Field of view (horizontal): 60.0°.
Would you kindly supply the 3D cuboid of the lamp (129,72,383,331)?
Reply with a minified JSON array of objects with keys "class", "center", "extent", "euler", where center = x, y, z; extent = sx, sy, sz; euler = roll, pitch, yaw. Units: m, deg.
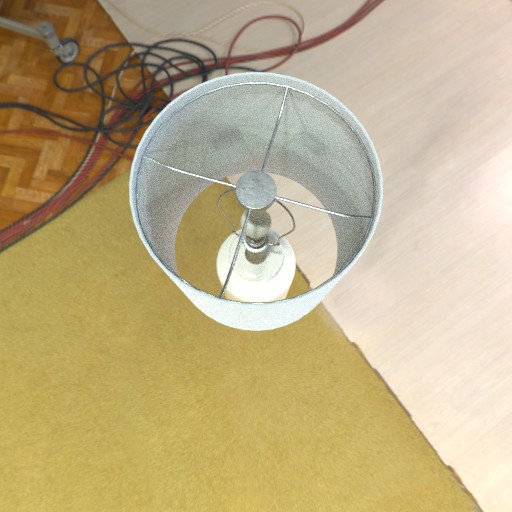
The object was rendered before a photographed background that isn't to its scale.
[{"class":"lamp","center":[0.000,0.000,0.608],"extent":[0.212,0.493,0.212],"euler":[16,76,4]}]
